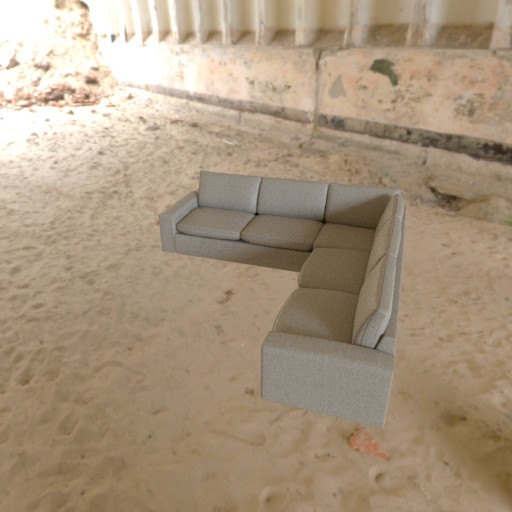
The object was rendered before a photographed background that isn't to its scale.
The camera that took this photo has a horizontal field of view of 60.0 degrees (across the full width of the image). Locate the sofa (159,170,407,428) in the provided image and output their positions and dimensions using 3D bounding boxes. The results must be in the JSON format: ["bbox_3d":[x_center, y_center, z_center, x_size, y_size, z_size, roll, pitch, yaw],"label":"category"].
[{"bbox_3d":[0.000,0.000,4.180,2.622,0.800,2.742,8,28,16],"label":"sofa"}]
